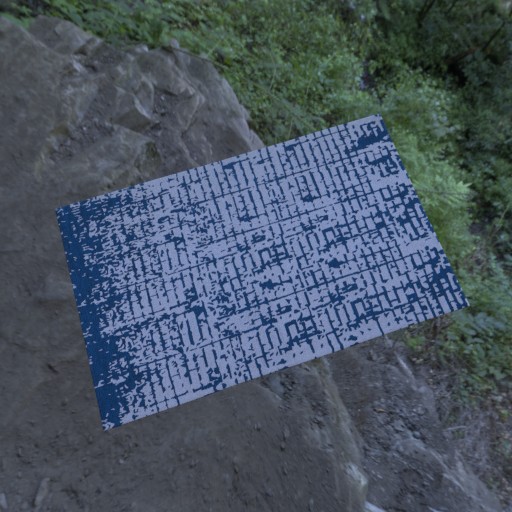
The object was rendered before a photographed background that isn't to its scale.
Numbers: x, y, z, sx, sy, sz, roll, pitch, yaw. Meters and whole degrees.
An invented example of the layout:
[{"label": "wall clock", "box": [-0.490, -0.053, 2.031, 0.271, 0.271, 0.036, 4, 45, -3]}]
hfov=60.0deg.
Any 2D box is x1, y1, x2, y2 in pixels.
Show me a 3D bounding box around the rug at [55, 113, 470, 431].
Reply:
[{"label": "rug", "box": [0.000, 0.000, 2.981, 2.435, 0.011, 1.517, -18, 75, -5]}]
